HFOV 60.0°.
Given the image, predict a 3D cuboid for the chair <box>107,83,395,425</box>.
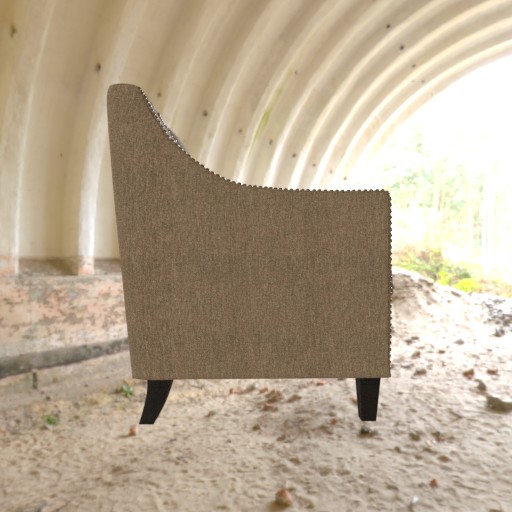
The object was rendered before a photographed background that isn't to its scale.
[{"bbox_3d":[0.000,0.000,1.625,0.884,0.967,0.776,0,-2,-1],"label":"chair"}]
